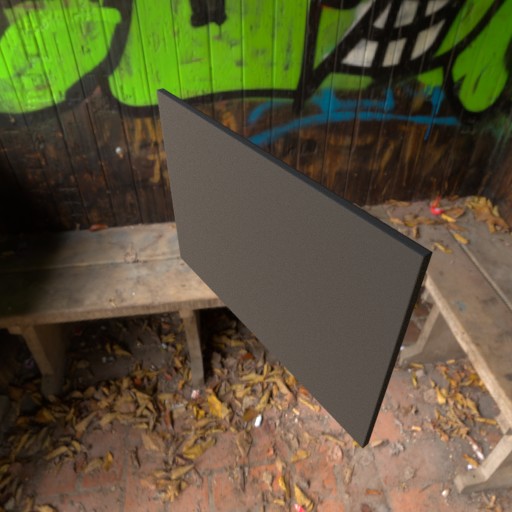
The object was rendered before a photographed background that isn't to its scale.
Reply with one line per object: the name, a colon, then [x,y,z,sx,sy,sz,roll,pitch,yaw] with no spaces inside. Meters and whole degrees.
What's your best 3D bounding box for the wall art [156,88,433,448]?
wall art: [0.000,0.000,1.242,0.026,0.656,0.958,-26,47,-27]
